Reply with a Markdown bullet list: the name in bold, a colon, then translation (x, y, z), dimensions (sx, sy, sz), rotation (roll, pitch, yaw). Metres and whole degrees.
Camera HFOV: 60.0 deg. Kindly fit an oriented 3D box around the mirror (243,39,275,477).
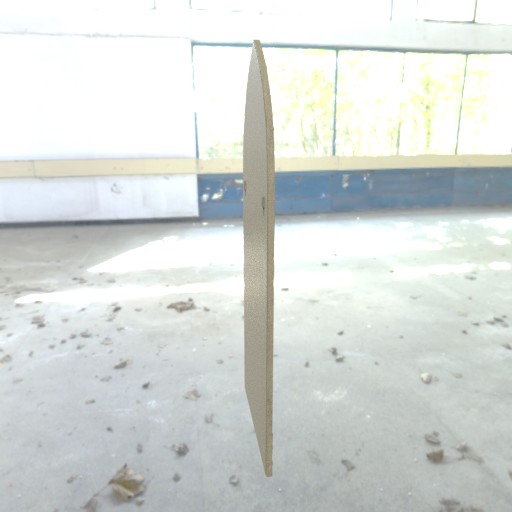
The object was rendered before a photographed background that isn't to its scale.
- **mirror**: translation (0.000, 0.000, 1.319), dimensions (0.025, 1.175, 0.464), rotation (-2, 16, -9)
